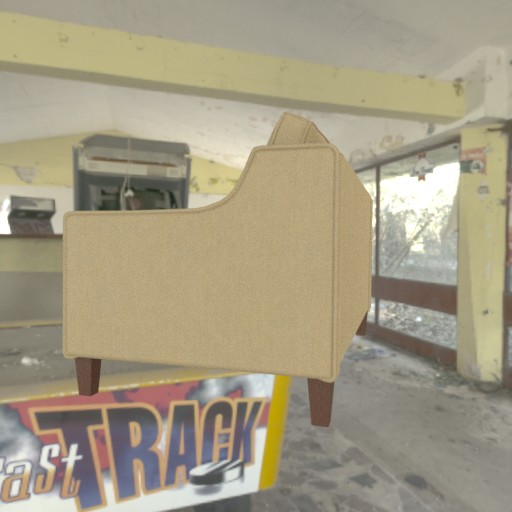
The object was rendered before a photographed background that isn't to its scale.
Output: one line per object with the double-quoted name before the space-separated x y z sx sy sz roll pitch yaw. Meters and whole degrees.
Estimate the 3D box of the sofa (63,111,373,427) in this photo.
"sofa" 0.000 0.000 2.117 0.987 0.971 1.501 1 2 18
